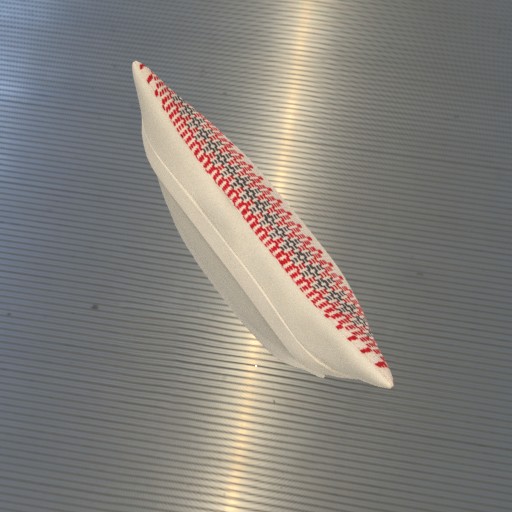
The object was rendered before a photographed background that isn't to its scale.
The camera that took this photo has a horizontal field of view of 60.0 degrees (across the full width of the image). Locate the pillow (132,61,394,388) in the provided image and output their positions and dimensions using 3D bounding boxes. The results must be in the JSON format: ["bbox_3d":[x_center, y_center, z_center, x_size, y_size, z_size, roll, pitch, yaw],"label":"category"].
[{"bbox_3d":[0.000,0.000,0.699,0.160,0.454,0.463,-36,79,-8],"label":"pillow"}]
